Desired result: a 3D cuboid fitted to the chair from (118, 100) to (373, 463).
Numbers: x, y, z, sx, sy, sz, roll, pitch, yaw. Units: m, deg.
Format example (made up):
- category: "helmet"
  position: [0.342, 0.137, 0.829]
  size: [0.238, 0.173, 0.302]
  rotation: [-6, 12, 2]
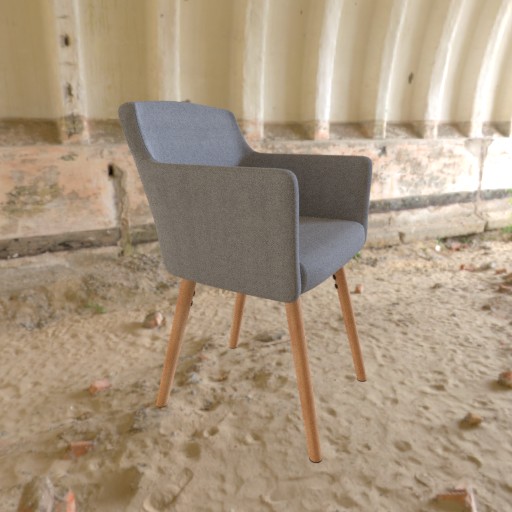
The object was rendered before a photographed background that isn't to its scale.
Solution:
- category: "chair"
  position: [0.000, 0.000, 1.162]
  size: [0.540, 0.780, 0.570]
  rotation: [8, 17, 27]
